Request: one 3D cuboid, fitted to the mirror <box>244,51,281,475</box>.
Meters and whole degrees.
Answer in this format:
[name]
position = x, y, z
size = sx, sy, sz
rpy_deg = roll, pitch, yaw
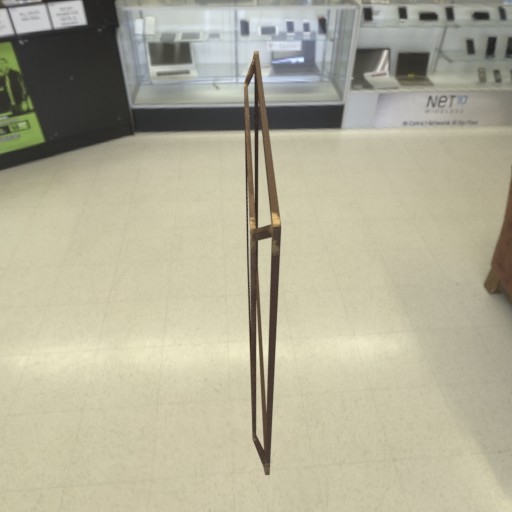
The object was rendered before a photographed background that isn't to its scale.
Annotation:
[mirror]
position = 0.000, 0.000, 0.900
size = 0.032, 0.610, 0.610
rpy_deg = -1, 41, -2
